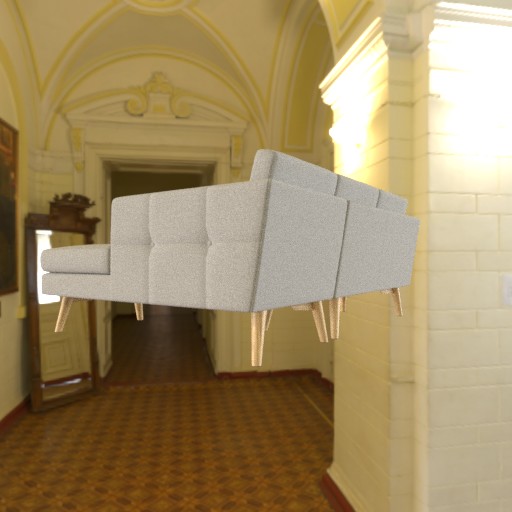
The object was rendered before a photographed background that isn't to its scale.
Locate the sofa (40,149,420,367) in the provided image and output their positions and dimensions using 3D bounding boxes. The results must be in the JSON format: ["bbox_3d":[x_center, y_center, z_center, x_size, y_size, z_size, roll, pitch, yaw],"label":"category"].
[{"bbox_3d":[0.000,0.000,2.851,1.530,0.860,2.040,0,0,35],"label":"sofa"}]
